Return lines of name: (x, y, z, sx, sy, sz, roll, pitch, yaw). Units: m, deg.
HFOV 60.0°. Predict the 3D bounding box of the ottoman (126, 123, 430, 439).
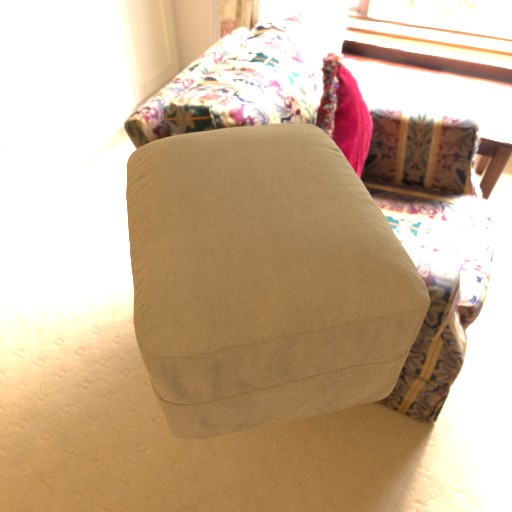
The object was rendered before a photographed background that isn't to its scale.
ottoman: (0.000, 0.000, 1.118, 0.584, 0.480, 0.712, -10, 47, -9)
